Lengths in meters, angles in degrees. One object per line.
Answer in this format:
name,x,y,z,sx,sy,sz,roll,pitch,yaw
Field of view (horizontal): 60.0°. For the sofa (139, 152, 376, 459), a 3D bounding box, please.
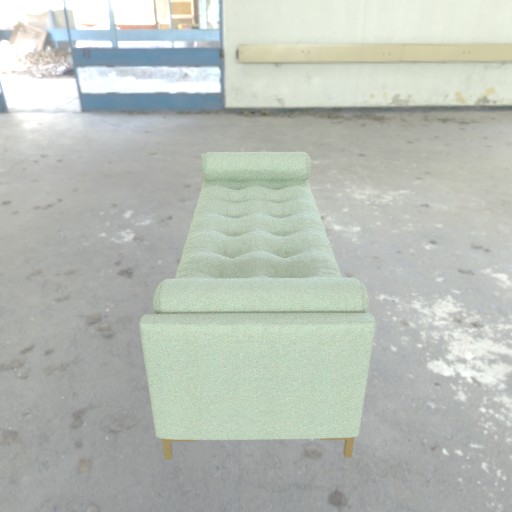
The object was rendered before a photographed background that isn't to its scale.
sofa,0.000,0.000,2.476,0.796,0.705,2.102,0,28,0
